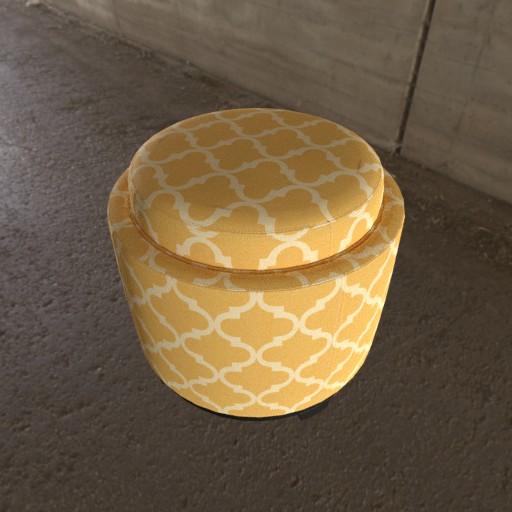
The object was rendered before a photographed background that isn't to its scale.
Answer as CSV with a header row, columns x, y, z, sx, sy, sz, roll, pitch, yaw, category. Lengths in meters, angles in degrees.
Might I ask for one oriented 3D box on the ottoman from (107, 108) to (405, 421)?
x,y,z,sx,sy,sz,roll,pitch,yaw,category
0.000,0.000,0.817,0.480,0.429,0.480,0,41,0,ottoman
